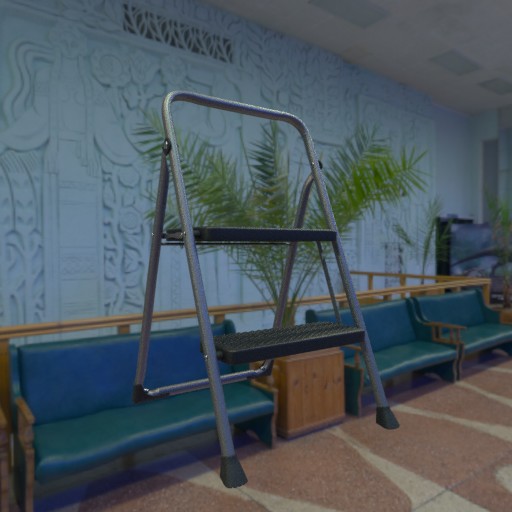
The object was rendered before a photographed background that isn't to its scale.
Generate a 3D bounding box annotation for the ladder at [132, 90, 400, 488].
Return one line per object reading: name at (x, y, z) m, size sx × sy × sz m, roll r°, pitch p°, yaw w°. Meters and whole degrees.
ladder at (0.000, 0.000, 1.001) m, size 0.430 × 0.720 × 0.472 m, roll -1°, pitch 2°, yaw -35°
